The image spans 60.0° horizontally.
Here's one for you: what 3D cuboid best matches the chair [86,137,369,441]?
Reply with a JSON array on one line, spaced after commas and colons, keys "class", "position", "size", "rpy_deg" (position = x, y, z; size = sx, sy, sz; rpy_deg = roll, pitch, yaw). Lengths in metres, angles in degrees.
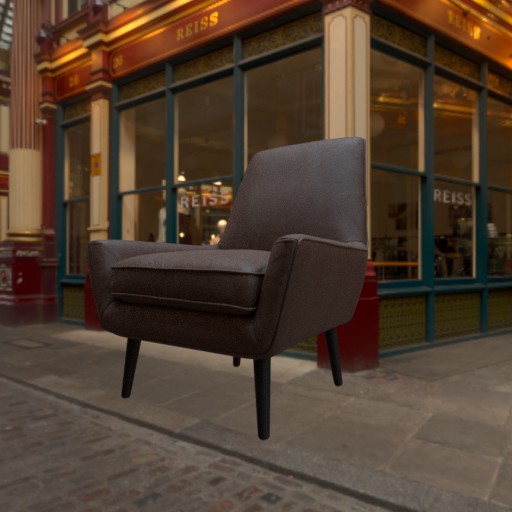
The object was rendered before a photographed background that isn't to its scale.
[{"class": "chair", "position": [0.000, 0.000, 1.497], "size": [0.787, 0.888, 0.824], "rpy_deg": [0, 0, 36]}]
